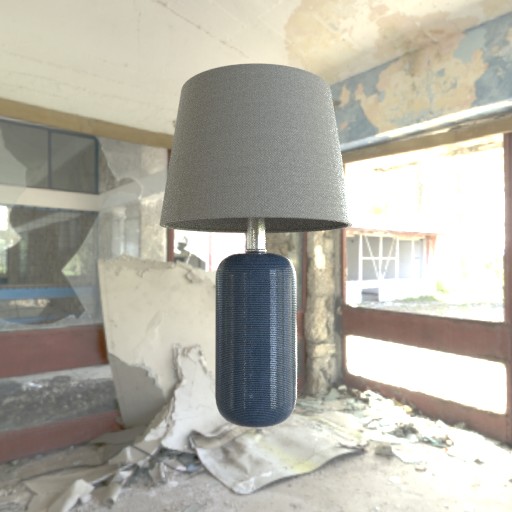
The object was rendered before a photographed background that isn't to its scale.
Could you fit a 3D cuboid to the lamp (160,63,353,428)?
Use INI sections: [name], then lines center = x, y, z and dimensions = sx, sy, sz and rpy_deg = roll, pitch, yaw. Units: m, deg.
[lamp]
center = 0.000, 0.000, 0.592
dimensions = 0.253, 0.428, 0.253
rpy_deg = 0, -1, 0
